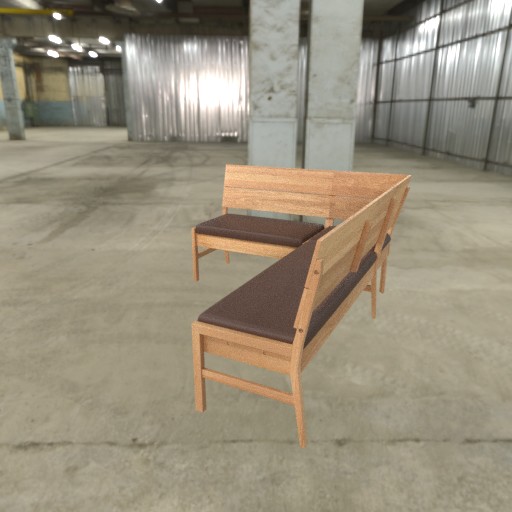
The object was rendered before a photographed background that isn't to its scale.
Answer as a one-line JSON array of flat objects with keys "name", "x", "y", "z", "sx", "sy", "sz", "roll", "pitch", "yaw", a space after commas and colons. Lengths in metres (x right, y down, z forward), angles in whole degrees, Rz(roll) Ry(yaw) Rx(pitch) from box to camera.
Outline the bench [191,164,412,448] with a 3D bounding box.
[{"name": "bench", "x": 0.000, "y": 0.000, "z": 2.824, "sx": 1.549, "sy": 0.890, "sz": 1.975, "roll": 9, "pitch": 20, "yaw": 25}]
